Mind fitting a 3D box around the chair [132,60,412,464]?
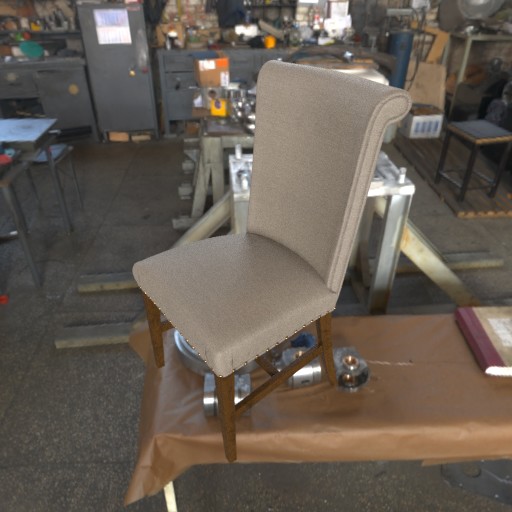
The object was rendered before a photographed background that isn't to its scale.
[{"bbox_3d":[0.000,0.000,1.338,0.608,0.988,0.513,-22,39,-30],"label":"chair"}]
